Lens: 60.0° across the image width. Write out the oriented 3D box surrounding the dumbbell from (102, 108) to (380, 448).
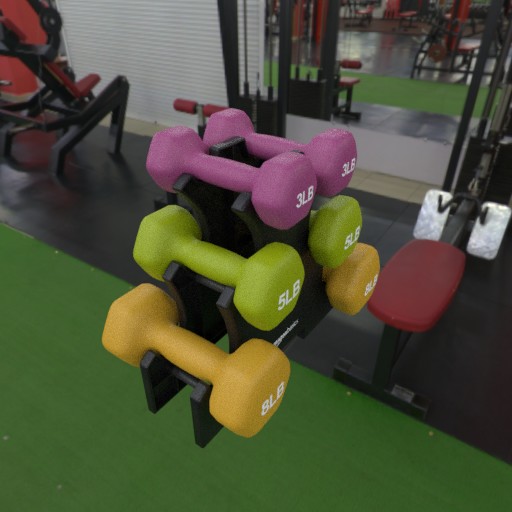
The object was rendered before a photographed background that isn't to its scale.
[{"bbox_3d":[0.000,0.000,0.476,0.190,0.271,0.300,22,39,30],"label":"dumbbell"}]
